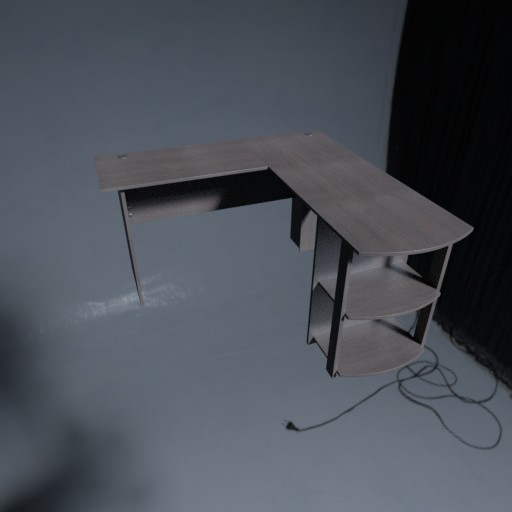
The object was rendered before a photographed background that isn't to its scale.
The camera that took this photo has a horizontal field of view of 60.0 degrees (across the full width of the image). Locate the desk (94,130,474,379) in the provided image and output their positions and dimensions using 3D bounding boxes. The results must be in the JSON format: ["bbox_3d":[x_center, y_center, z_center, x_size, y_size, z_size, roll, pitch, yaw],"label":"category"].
[{"bbox_3d":[0.000,0.000,2.169,1.303,0.716,1.361,-11,35,-17],"label":"desk"}]
